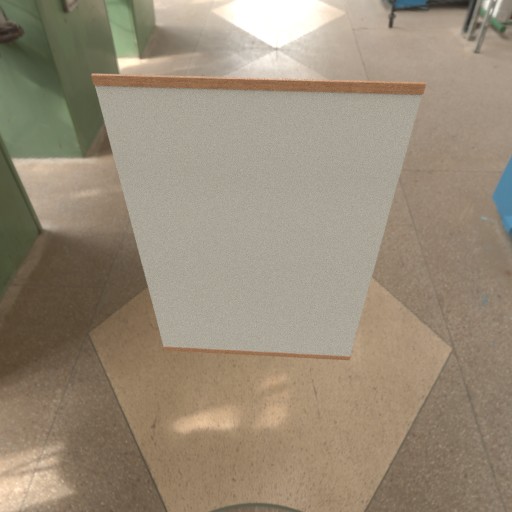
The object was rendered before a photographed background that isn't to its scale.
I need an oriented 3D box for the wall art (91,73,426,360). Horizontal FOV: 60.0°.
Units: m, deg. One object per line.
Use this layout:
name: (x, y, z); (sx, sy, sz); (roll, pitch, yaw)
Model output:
wall art: (0.000, 0.000, 1.885); (1.019, 1.527, 0.019); (3, 45, 3)
